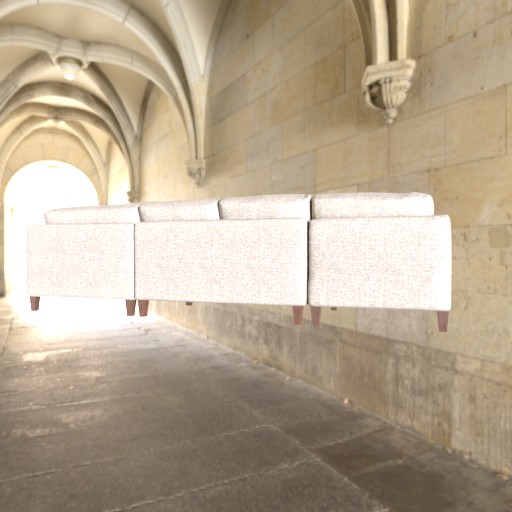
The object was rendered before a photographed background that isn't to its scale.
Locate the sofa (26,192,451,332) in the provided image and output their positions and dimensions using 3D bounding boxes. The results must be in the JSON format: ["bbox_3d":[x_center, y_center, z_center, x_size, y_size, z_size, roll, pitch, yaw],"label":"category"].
[{"bbox_3d":[0.000,0.000,4.538,3.460,0.959,2.593,0,0,18],"label":"sofa"}]
